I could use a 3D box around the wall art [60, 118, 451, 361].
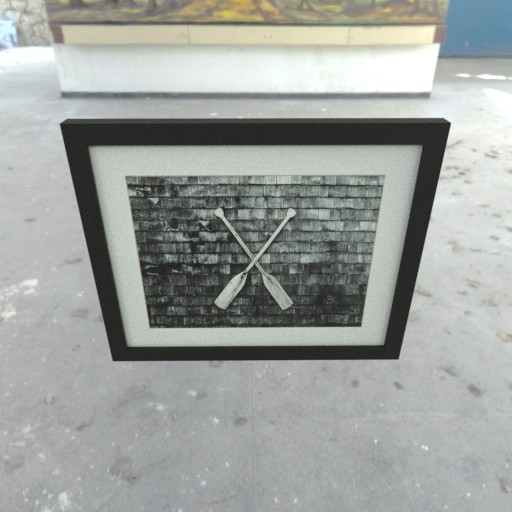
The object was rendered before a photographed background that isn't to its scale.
[{"bbox_3d":[0.000,0.000,0.760,0.558,0.457,0.029,0,31,0],"label":"wall art"}]
